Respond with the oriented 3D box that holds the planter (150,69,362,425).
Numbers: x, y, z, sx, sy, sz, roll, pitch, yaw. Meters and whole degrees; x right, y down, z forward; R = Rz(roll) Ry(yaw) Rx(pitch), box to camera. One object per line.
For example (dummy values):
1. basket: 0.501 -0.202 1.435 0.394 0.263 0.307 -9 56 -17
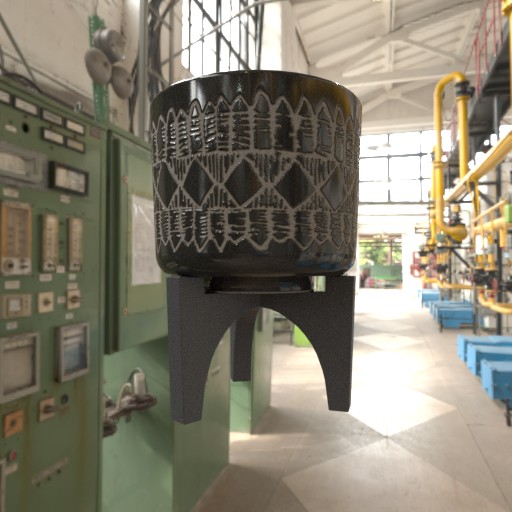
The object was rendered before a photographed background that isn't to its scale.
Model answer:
1. planter: 0.000 0.000 0.275 0.129 0.177 0.129 0 -1 0
